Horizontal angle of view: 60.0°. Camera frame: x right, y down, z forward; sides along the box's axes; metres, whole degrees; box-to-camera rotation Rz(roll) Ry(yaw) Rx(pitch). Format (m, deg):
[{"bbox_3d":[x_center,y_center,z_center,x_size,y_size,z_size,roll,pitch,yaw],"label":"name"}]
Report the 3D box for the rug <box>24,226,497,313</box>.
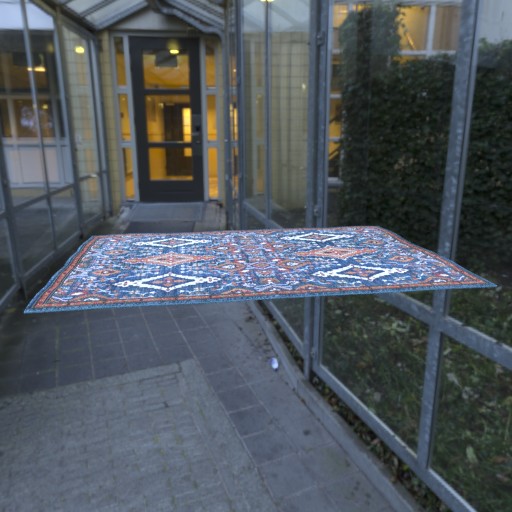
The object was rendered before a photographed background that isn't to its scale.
[{"bbox_3d":[0.000,0.000,2.253,1.847,0.014,1.195,-2,16,-8],"label":"rug"}]
